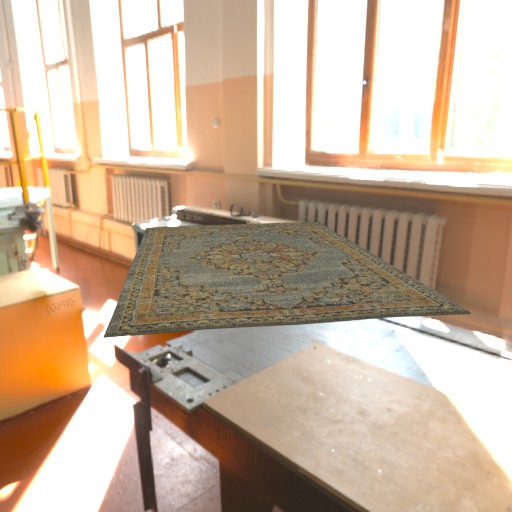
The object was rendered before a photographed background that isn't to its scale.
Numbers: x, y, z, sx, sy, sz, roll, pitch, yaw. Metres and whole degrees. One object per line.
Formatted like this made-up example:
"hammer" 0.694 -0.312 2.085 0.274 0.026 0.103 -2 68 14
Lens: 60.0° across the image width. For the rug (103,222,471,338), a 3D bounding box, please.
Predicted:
"rug" 0.000 0.000 3.980 2.158 0.024 3.063 -2 15 -9
